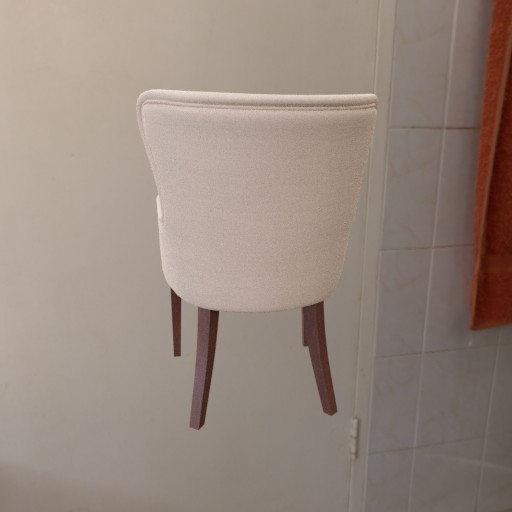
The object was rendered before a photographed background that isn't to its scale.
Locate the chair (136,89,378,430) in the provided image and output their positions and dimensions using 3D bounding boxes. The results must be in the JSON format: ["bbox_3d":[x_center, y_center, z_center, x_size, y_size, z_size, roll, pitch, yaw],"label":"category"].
[{"bbox_3d":[0.000,0.000,1.472,0.696,0.990,0.744,-2,14,-10],"label":"chair"}]
